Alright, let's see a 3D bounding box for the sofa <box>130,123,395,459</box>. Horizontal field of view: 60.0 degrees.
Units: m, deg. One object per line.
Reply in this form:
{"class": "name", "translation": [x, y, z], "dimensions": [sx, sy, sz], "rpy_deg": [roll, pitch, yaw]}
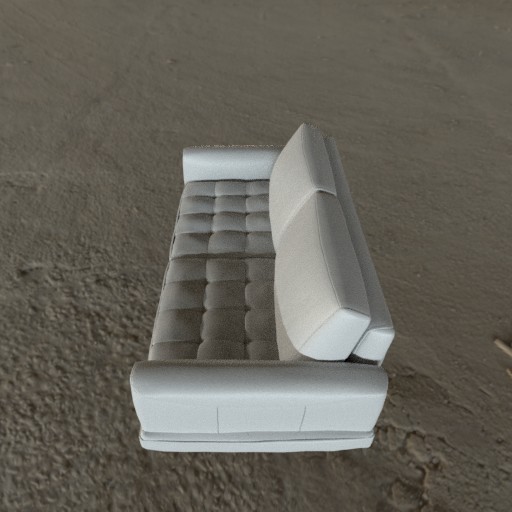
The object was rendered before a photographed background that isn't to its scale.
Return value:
{"class": "sofa", "translation": [0.000, 0.000, 2.666], "dimensions": [1.121, 0.930, 2.177], "rpy_deg": [0, 41, -1]}
